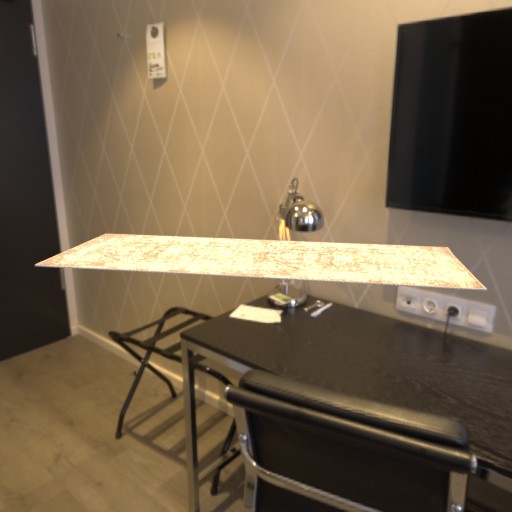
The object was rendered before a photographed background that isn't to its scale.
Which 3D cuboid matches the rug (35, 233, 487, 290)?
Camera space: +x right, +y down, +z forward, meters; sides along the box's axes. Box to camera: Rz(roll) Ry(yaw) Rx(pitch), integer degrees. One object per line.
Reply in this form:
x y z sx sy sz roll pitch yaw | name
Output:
0.000 0.000 2.755 2.452 0.017 0.855 3 16 9 | rug
